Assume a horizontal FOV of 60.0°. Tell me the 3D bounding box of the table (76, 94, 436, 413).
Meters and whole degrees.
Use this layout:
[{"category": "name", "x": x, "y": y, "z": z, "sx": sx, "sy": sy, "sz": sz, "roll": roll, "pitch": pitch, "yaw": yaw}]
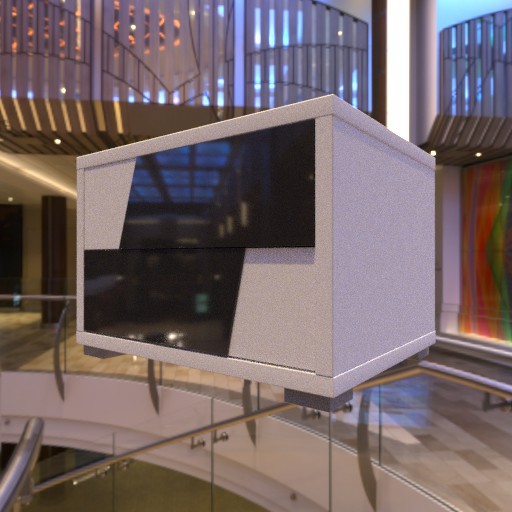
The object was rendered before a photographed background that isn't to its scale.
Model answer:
[{"category": "table", "x": 0.000, "y": 0.000, "z": 0.804, "sx": 0.517, "sy": 0.357, "sz": 0.399, "roll": 0, "pitch": 0, "yaw": 37}]
